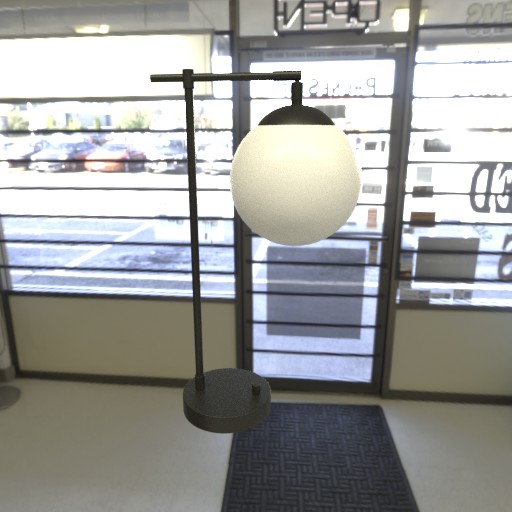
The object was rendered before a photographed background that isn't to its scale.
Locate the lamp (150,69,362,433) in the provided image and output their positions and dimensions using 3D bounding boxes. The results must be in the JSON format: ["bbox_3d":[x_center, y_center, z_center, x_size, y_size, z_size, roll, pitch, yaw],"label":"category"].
[{"bbox_3d":[0.000,0.000,0.710,0.316,0.559,0.197,2,16,8],"label":"lamp"}]
